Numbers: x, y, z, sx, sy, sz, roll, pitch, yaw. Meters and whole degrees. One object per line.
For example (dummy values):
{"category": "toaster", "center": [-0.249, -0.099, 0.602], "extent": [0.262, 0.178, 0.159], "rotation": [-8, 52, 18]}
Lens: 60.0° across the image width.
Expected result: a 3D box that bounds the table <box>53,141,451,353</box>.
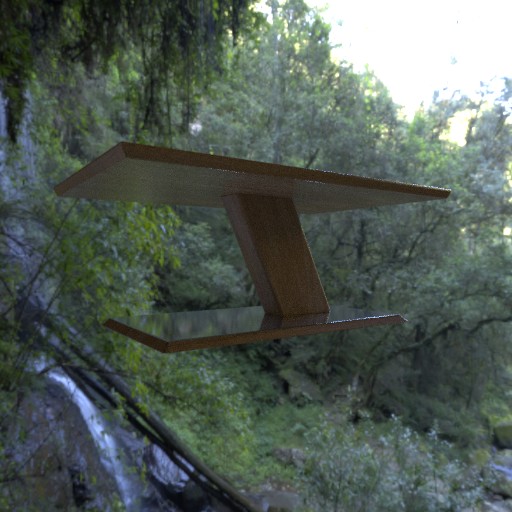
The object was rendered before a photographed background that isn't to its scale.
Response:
{"category": "table", "center": [0.000, 0.000, 1.446], "extent": [1.100, 0.441, 0.692], "rotation": [0, 0, -34]}
